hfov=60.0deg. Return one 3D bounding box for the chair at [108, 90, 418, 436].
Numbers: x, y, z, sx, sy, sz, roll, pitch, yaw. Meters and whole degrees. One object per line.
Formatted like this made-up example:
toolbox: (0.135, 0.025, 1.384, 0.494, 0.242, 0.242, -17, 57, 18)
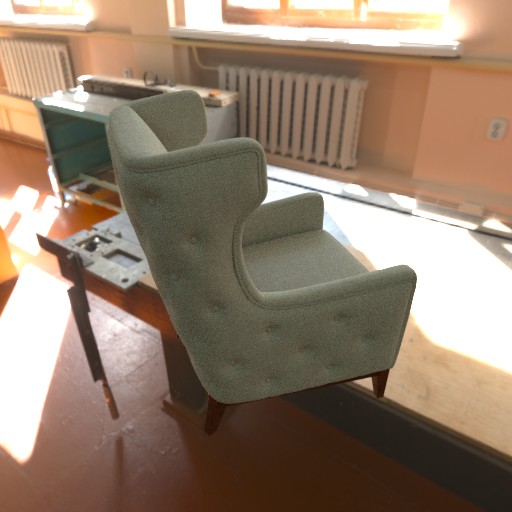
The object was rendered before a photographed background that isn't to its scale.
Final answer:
chair: (0.000, 0.000, 1.645, 0.899, 1.079, 0.778, -10, 32, -17)
